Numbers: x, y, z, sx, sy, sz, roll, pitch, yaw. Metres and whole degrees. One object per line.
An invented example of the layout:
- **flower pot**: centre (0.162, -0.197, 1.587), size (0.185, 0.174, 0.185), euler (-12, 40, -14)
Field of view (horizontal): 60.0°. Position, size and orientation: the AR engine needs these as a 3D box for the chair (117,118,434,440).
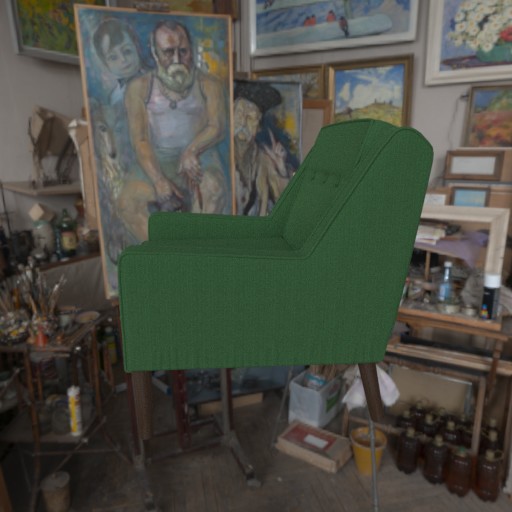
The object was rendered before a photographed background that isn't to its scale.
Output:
- **chair**: centre (0.000, 0.000, 1.352), size (0.743, 0.792, 0.663), euler (-2, 14, -6)
